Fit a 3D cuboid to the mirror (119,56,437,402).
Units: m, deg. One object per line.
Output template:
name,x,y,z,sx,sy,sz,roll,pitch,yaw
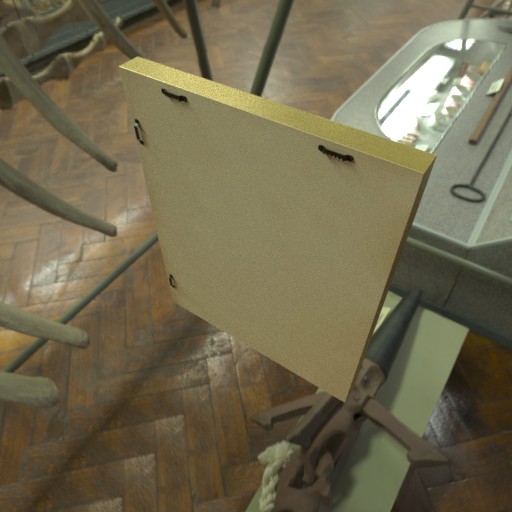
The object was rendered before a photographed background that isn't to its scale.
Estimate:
mirror,0.000,0.000,0.692,0.405,0.508,0.041,26,53,22
